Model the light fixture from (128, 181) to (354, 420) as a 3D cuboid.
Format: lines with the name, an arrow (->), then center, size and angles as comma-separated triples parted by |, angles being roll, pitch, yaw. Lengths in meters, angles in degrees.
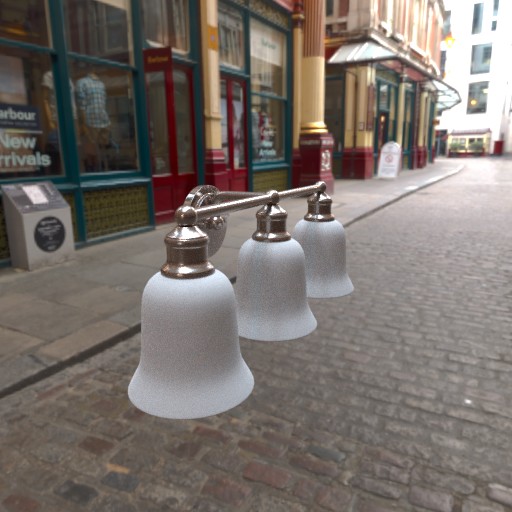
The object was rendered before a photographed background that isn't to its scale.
light fixture -> 0.000, 0.000, 0.689 | 0.198, 0.211, 0.570 | 7, 15, 27
